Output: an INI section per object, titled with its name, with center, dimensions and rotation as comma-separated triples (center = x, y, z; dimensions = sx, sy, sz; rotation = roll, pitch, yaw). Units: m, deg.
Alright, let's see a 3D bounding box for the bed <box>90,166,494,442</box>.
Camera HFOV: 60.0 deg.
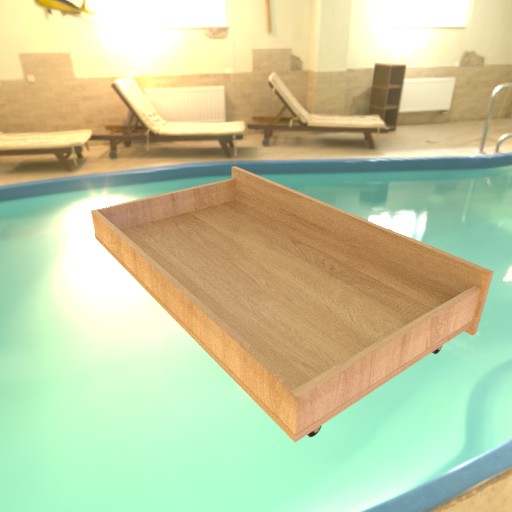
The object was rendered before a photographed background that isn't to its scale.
[bed]
center = 0.000, 0.000, 1.459
dimensions = 0.685, 0.209, 1.200
rotation = -19, 33, -32
